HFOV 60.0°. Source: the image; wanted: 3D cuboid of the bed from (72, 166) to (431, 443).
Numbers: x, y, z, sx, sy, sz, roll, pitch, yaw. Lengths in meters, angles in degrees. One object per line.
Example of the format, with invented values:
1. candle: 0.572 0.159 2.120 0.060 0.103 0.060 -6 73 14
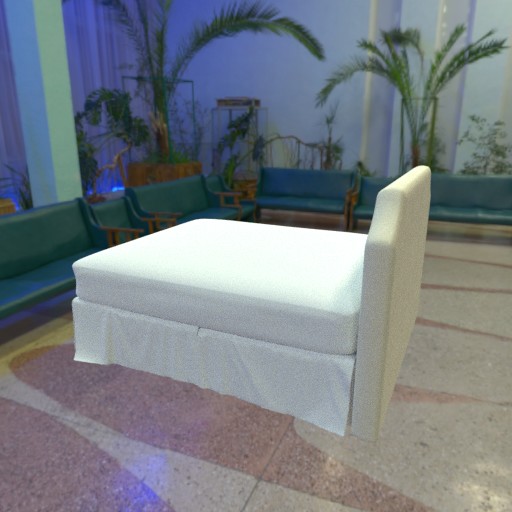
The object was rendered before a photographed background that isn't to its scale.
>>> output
1. bed: 0.000 0.000 3.292 2.209 1.296 1.827 8 18 24
